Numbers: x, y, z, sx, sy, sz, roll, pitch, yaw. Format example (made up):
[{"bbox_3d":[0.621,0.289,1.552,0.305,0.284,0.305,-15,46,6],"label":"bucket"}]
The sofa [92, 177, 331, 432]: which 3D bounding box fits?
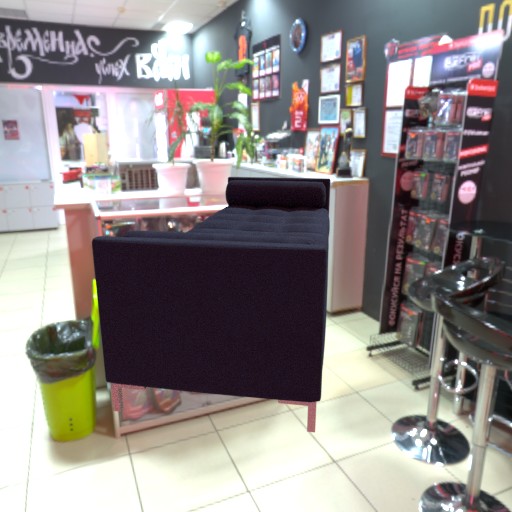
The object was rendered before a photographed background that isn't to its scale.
[{"bbox_3d":[0.000,0.000,2.461,0.797,0.657,2.102,3,16,9],"label":"sofa"}]
